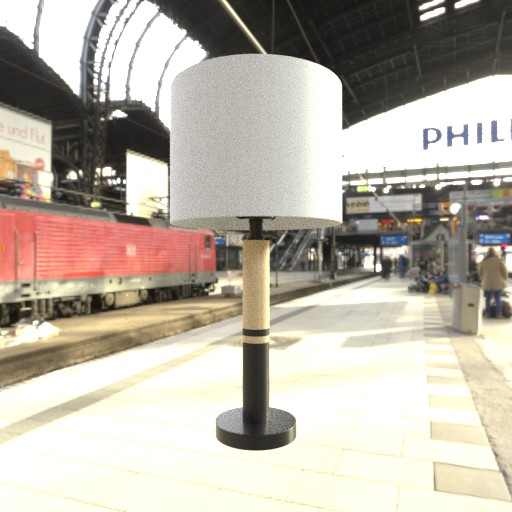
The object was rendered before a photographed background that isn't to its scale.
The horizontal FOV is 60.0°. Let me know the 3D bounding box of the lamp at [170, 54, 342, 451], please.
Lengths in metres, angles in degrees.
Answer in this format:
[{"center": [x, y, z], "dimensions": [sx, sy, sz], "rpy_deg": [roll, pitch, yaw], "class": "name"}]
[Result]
[{"center": [0.000, 0.000, 0.800], "dimensions": [0.305, 0.640, 0.305], "rpy_deg": [0, -1, 18], "class": "lamp"}]
